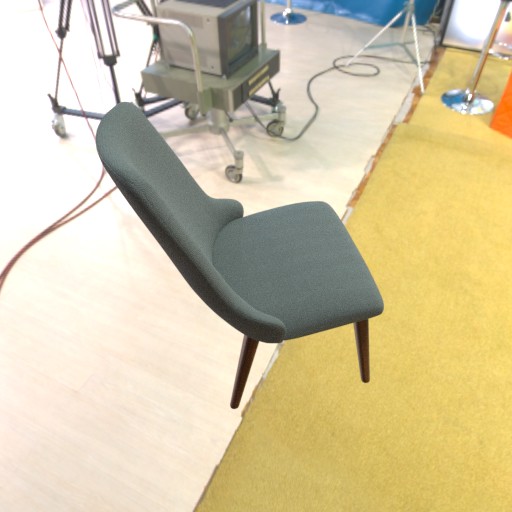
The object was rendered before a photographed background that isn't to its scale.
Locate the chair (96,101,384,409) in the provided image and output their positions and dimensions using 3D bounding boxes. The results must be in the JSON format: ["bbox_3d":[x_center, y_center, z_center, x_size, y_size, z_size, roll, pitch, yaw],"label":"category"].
[{"bbox_3d":[0.000,0.000,1.332,0.707,0.918,0.535,-9,47,-9],"label":"chair"}]
